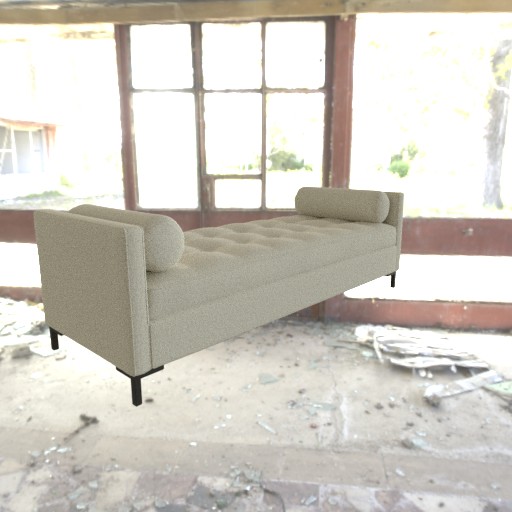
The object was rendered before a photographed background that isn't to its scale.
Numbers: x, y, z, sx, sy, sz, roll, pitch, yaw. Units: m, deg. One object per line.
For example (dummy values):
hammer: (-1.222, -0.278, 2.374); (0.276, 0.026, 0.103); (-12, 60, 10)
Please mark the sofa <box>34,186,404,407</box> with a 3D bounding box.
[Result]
sofa: (0.000, 0.000, 2.380); (0.746, 0.641, 1.985); (12, 17, 42)
